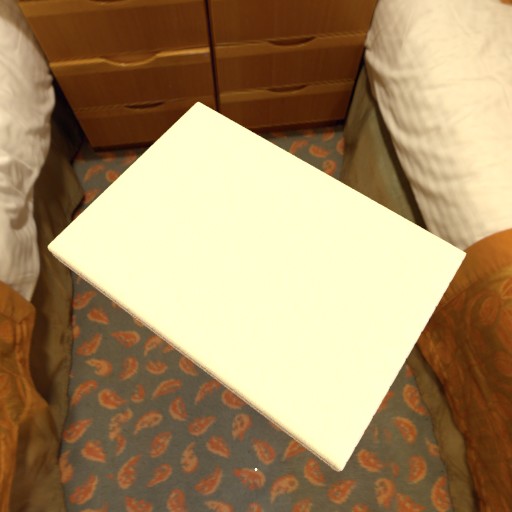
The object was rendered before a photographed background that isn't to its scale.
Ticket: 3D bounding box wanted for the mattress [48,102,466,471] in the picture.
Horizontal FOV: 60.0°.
[{"bbox_3d":[0.000,0.000,2.624,2.000,0.200,1.400,33,69,15],"label":"mattress"}]
